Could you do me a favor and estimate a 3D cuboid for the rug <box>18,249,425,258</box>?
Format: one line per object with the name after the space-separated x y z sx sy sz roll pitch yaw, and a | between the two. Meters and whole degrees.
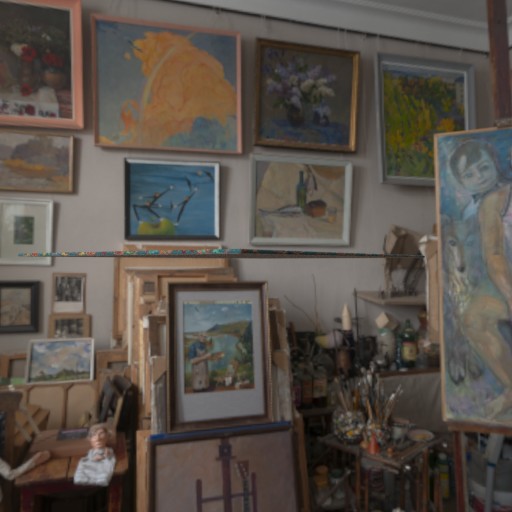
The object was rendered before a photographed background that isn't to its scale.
0.000 0.000 2.300 1.216 0.014 1.836 0 -1 36 | rug
